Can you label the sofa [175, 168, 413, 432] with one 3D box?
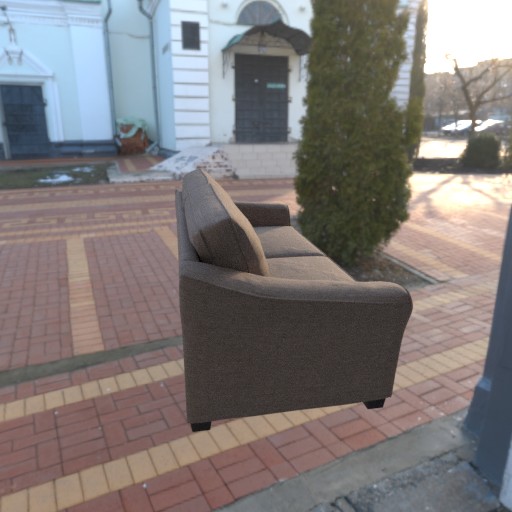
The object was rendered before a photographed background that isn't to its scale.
[{"bbox_3d":[0.000,0.000,2.820,0.980,0.965,2.270,-3,17,-10],"label":"sofa"}]
